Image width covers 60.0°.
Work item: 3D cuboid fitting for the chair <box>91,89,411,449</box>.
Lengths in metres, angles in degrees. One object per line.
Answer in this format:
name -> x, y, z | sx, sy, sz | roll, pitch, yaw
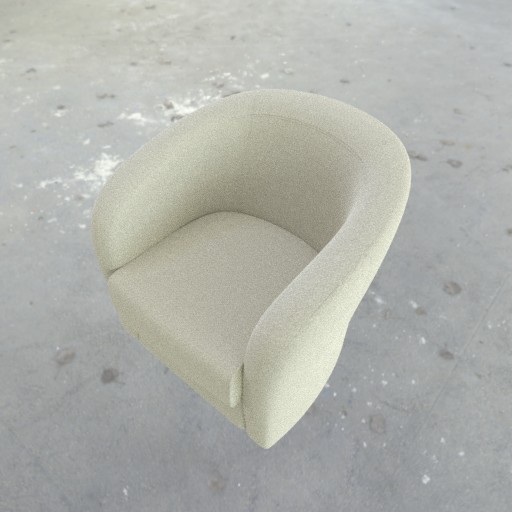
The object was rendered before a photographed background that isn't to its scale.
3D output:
chair -> 0.000, 0.000, 1.424 | 0.791, 0.771, 0.815 | 31, 53, 27
